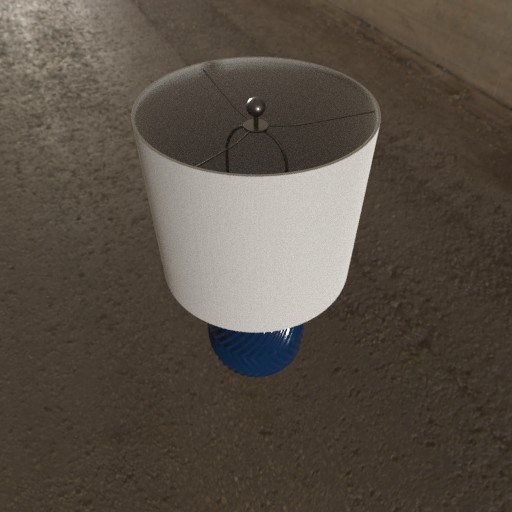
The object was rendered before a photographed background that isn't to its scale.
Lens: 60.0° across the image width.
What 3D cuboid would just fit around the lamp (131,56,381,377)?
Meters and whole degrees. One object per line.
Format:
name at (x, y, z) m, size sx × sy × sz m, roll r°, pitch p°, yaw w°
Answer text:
lamp at (0.000, 0.000, 0.494) m, size 0.203 × 0.368 × 0.203 m, roll 22°, pitch 49°, yaw 20°
